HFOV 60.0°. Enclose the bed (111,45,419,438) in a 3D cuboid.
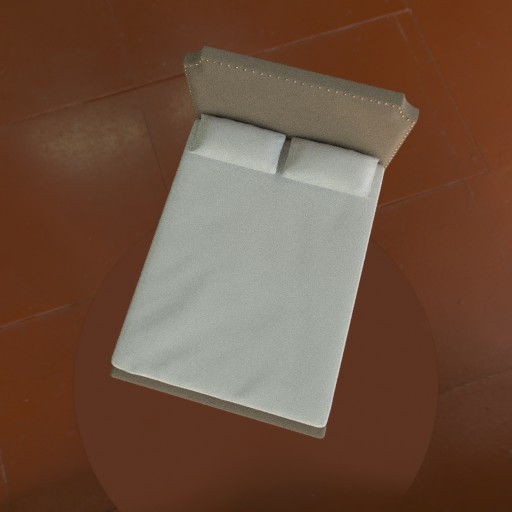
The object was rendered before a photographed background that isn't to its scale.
[{"bbox_3d":[0.000,0.000,3.391,1.703,1.415,2.329,15,76,4],"label":"bed"}]
